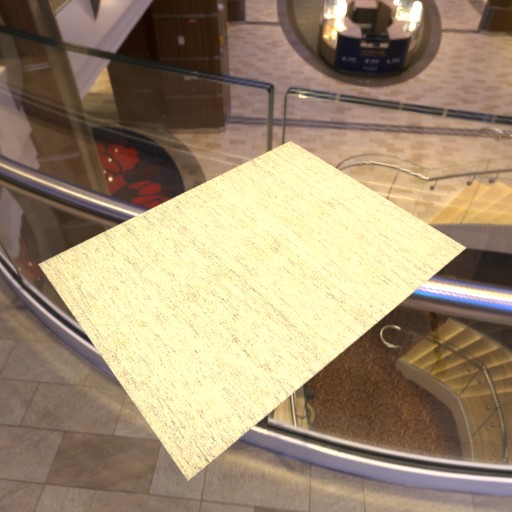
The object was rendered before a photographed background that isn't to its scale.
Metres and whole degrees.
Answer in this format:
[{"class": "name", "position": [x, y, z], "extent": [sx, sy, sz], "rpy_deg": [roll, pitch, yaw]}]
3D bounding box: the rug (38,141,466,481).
[{"class": "rug", "position": [0.000, 0.000, 4.160], "extent": [3.201, 0.014, 2.437], "rpy_deg": [-32, 54, -26]}]
